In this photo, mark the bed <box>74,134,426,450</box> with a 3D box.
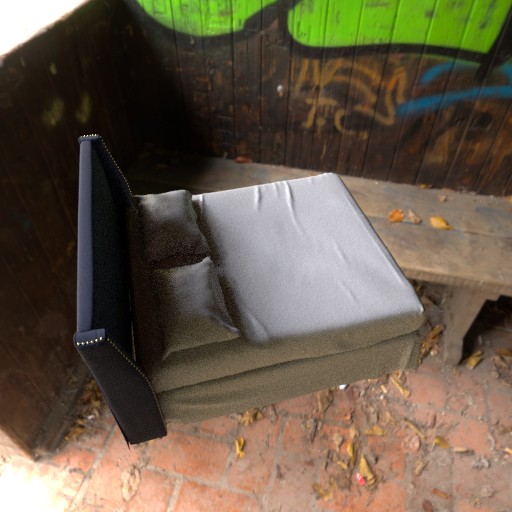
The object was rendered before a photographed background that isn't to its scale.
[{"bbox_3d":[0.000,0.000,3.361,2.276,1.332,1.925,-11,47,-10],"label":"bed"}]
